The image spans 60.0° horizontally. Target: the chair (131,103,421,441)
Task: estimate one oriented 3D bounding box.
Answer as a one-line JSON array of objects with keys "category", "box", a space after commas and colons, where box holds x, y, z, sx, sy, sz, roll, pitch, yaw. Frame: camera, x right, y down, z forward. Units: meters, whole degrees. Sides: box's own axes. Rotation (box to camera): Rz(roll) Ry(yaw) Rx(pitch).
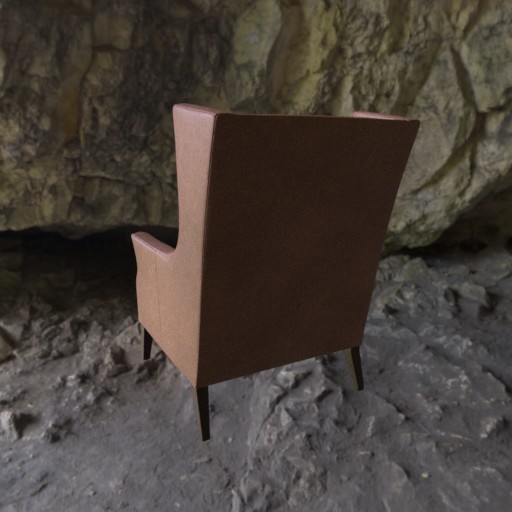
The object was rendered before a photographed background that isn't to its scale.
[{"category": "chair", "box": [0.000, 0.000, 1.748, 0.815, 1.088, 0.913, -7, 16, -27]}]
